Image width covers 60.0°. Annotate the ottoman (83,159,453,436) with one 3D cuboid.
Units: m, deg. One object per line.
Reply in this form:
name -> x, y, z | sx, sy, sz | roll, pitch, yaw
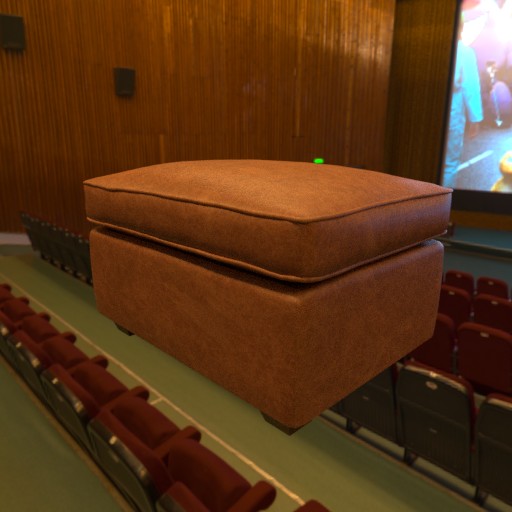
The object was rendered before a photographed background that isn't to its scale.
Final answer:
ottoman -> 0.000, 0.000, 1.115 | 0.554, 0.468, 0.756 | -15, 21, -42
